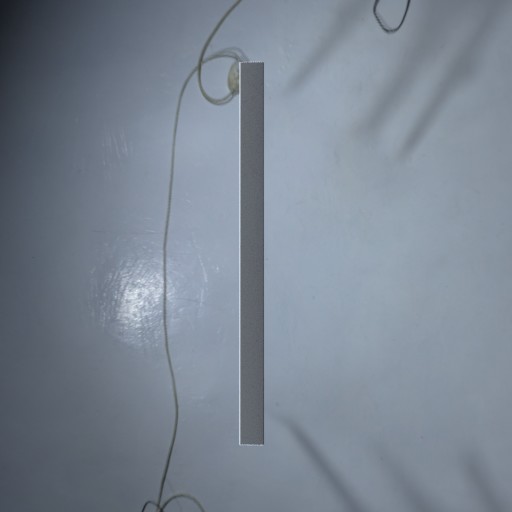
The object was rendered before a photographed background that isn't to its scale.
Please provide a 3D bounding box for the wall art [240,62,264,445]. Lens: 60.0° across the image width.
[{"bbox_3d":[0.000,0.000,1.164,0.039,0.915,0.612,0,89,1],"label":"wall art"}]
